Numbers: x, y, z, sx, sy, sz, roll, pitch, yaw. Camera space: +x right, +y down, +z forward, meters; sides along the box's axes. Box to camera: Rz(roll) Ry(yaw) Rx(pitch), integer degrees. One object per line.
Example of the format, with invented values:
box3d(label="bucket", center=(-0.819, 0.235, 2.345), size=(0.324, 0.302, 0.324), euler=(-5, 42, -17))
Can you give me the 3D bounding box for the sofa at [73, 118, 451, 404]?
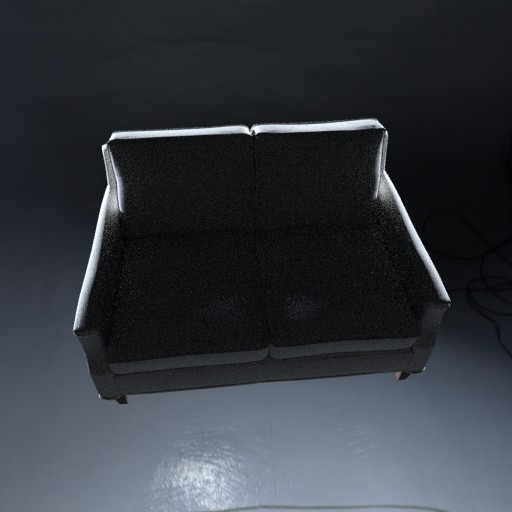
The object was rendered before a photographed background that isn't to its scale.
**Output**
box3d(label="sofa", center=(0.000, 0.000, 2.241), size=(1.597, 1.003, 1.084), euler=(-4, 48, -4))
